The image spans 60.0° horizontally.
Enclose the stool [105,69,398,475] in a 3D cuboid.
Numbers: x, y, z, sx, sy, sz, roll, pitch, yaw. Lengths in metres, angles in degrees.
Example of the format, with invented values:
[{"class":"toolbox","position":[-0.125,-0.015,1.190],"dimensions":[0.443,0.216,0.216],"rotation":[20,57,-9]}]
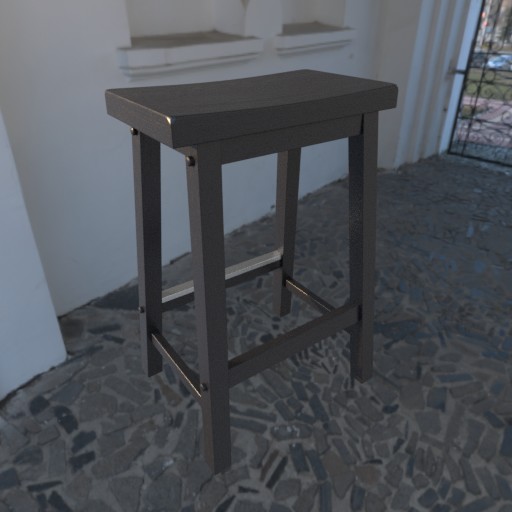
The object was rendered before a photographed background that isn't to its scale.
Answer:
[{"class":"stool","position":[0.000,0.000,0.843],"dimensions":[0.406,0.610,0.322],"rotation":[-19,35,-30]}]
